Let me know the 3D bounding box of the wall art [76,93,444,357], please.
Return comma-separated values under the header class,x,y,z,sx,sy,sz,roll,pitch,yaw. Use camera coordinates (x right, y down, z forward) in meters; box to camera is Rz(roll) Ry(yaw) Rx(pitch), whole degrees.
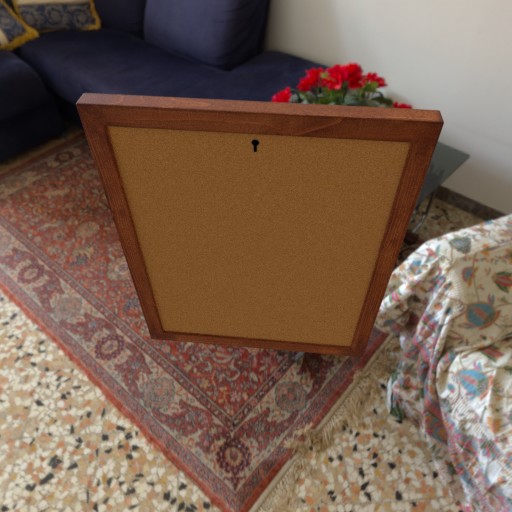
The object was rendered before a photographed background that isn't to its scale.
class,x,y,z,sx,sy,sz,roll,pitch,yaw
wall art,0.000,0.000,0.767,0.462,0.558,0.030,4,47,4
